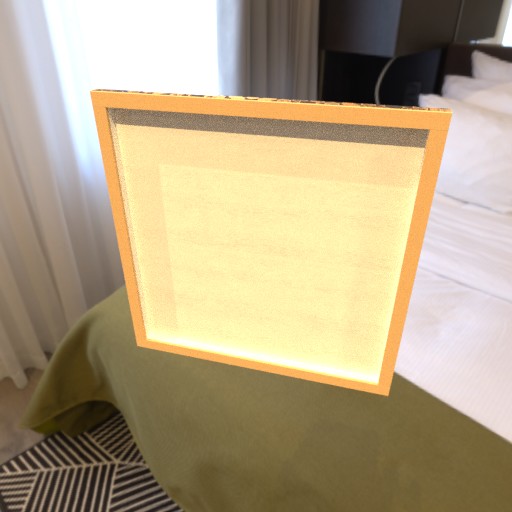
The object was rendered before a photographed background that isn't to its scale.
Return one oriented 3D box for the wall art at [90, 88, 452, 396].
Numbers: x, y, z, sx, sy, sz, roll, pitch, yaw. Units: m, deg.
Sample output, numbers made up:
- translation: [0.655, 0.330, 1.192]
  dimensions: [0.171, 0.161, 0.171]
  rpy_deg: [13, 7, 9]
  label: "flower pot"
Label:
- translation: [0.000, 0.000, 1.337]
  dimensions: [0.914, 0.914, 0.038]
  rpy_deg: [8, 32, 13]
  label: "wall art"
